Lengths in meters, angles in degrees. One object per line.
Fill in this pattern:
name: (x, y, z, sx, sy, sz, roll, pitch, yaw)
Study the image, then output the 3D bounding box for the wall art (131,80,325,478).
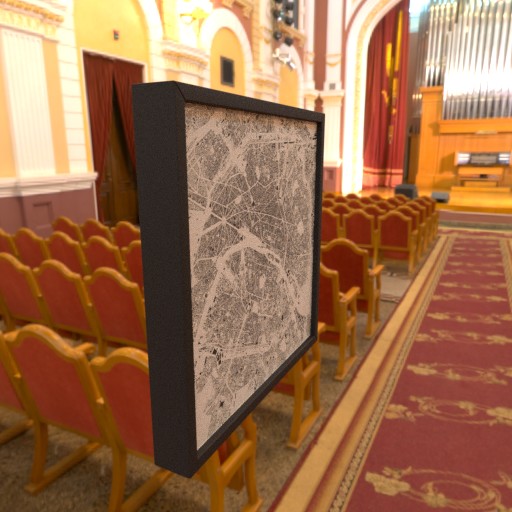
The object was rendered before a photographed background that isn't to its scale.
wall art: (0.000, 0.000, 0.464, 0.037, 0.305, 0.305, 7, 15, 27)
